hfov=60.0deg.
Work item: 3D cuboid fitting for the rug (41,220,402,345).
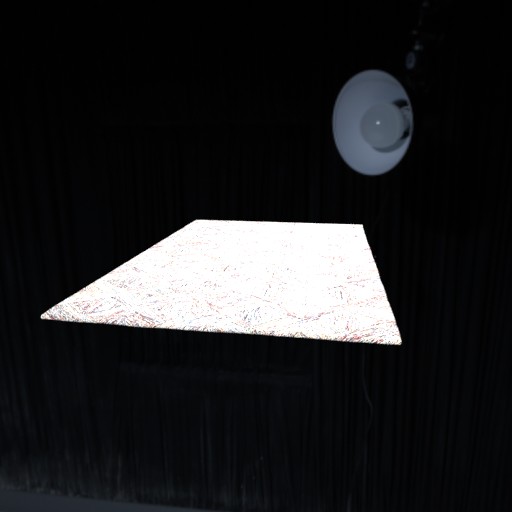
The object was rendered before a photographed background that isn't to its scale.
[{"bbox_3d":[0.000,0.000,2.177,1.143,0.014,1.761,2,15,9],"label":"rug"}]
